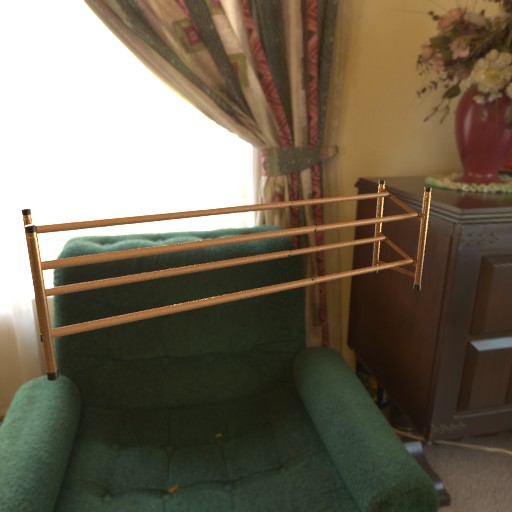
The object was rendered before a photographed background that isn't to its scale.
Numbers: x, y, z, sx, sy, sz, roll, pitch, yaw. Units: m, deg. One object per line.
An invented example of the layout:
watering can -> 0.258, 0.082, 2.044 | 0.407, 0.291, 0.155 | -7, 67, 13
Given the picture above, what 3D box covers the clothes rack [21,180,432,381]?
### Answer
clothes rack -> 0.000, 0.000, 1.289 | 1.168, 0.349, 0.229 | -9, 19, -27
